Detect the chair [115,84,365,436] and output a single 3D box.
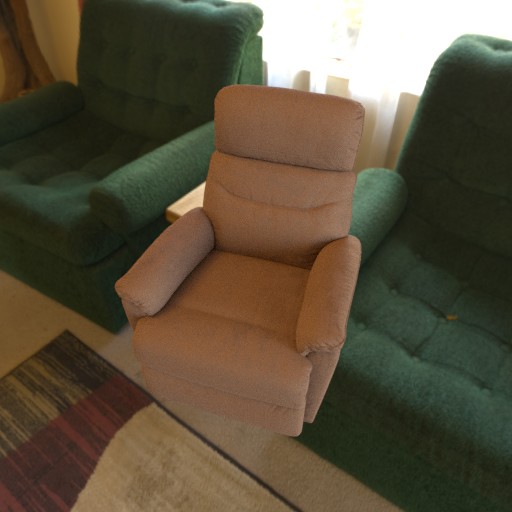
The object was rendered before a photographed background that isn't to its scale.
[{"bbox_3d":[0.000,0.000,1.781,0.820,1.037,1.004,12,42,13],"label":"chair"}]
